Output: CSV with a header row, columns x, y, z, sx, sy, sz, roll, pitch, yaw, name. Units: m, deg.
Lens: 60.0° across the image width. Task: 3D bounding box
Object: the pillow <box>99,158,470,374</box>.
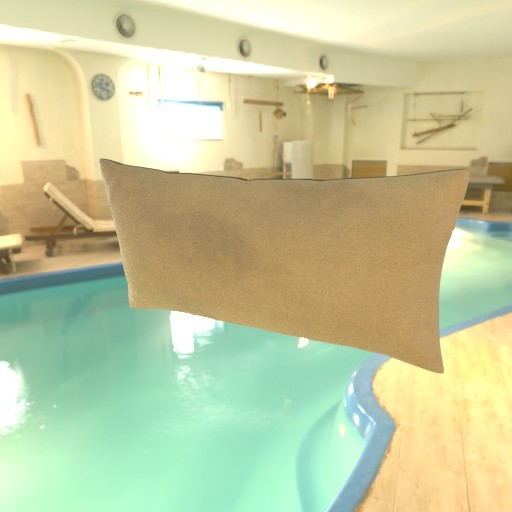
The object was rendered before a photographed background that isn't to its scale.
x,y,z,sx,sy,sz,roll,pitch,yaw,name
0.000,0.000,0.732,0.608,0.305,0.156,7,17,25,pillow
